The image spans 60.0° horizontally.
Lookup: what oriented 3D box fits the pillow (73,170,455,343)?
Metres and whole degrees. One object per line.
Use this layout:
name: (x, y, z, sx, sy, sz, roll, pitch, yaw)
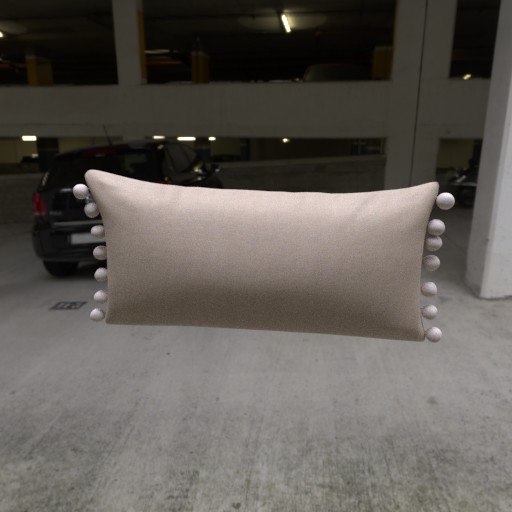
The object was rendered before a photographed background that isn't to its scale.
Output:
pillow: (0.000, 0.000, 0.857, 0.709, 0.322, 0.201, 2, 15, 8)
